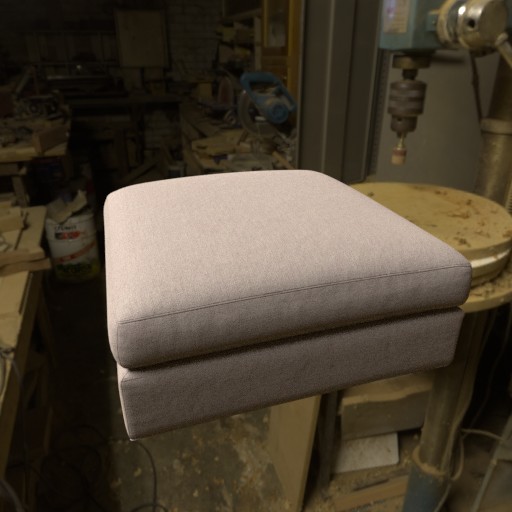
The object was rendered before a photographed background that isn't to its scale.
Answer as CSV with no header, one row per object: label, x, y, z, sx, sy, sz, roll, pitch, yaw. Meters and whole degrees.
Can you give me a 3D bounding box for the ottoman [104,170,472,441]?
ottoman,0.000,0.000,1.628,1.041,0.470,1.041,-8,27,-16
